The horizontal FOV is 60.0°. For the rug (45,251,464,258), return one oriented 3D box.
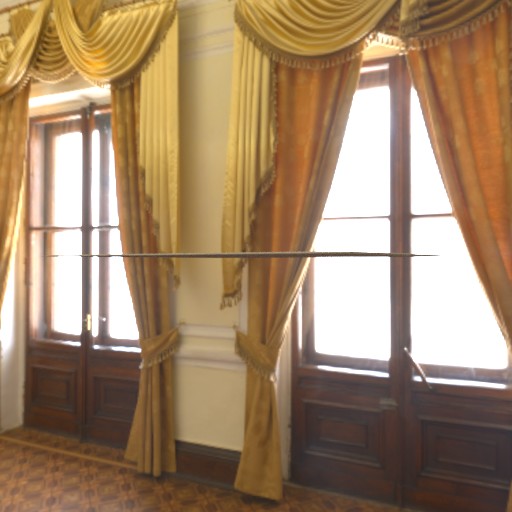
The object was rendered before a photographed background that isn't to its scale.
[{"bbox_3d":[0.000,0.000,4.037,3.051,0.013,2.380,0,-1,36],"label":"rug"}]
